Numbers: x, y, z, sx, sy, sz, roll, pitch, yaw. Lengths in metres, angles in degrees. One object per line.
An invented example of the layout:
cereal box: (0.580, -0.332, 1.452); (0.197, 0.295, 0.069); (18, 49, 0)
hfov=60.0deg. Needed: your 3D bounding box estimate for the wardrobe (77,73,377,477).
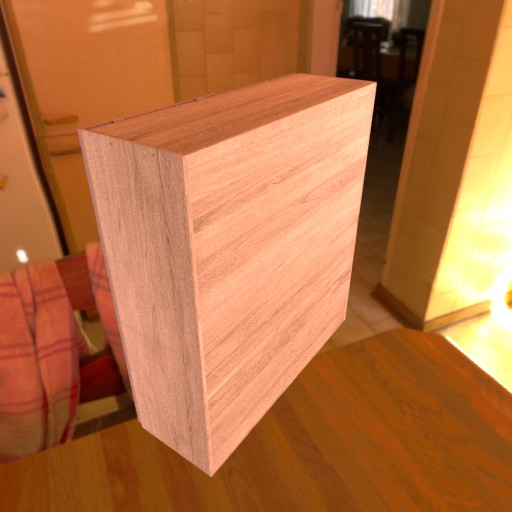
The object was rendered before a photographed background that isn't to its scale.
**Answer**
wardrobe: (0.000, 0.000, 2.884); (0.629, 1.960, 1.780); (20, 37, 30)
